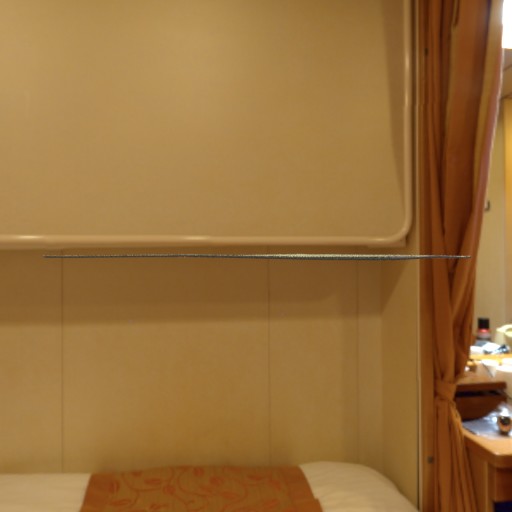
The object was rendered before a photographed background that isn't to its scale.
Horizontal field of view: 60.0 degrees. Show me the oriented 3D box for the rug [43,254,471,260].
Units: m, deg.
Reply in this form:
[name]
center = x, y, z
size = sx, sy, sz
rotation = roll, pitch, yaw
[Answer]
[rug]
center = 0.000, 0.000, 2.936
size = 2.349, 0.030, 1.624
rotation = 0, 0, 36
